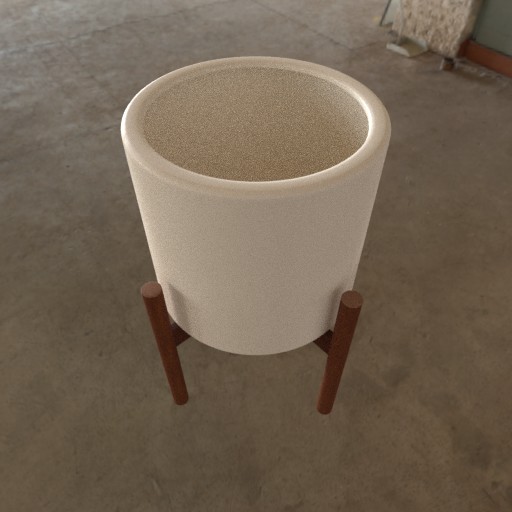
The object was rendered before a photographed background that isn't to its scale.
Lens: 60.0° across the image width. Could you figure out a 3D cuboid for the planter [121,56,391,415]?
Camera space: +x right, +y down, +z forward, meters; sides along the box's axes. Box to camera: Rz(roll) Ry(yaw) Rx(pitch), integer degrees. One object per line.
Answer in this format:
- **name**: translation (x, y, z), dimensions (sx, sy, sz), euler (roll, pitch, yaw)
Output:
- **planter**: translation (0.000, 0.000, 0.502), dimensions (0.224, 0.358, 0.224), euler (3, 47, 2)
